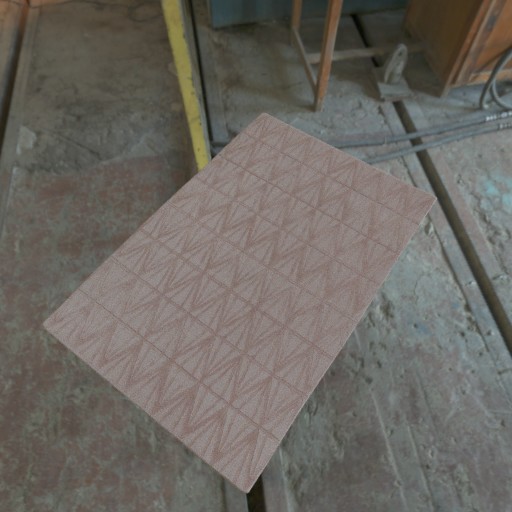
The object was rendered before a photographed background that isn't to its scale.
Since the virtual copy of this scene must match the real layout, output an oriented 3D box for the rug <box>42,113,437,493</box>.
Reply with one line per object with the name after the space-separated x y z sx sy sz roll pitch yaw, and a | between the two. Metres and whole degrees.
0.000 0.000 2.317 1.230 0.025 1.837 32 64 18 | rug
